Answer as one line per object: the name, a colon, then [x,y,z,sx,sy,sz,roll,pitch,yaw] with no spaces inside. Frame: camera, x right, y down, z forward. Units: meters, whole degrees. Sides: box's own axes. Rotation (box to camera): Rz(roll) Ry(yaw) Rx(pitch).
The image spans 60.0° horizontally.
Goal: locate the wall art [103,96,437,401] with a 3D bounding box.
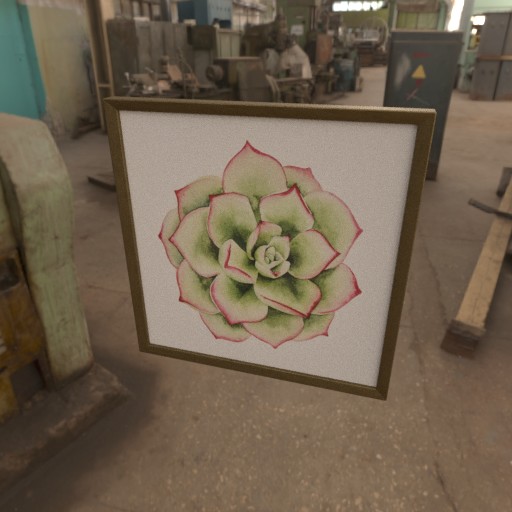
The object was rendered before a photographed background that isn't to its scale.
wall art: [0.000,0.000,0.771,0.503,0.506,0.031,7,27,15]
